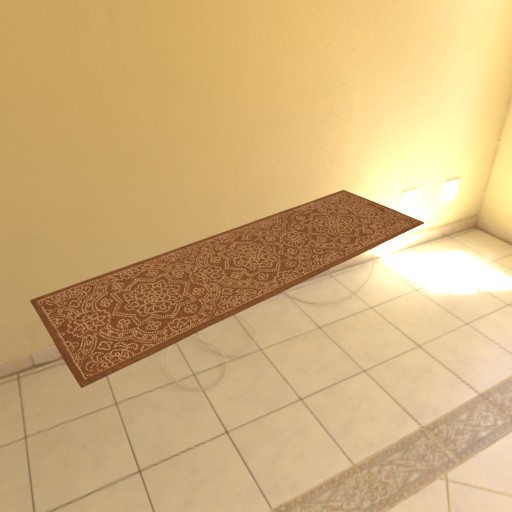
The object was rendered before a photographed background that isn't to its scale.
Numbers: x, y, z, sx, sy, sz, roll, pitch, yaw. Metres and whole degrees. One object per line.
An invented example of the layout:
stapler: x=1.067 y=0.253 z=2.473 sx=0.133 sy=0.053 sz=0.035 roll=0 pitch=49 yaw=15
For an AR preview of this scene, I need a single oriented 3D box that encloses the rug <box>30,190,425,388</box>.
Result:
rug: x=0.000 y=0.000 z=2.735 sx=2.448 sy=0.012 sz=0.769 roll=-22 pitch=37 yaw=-32
